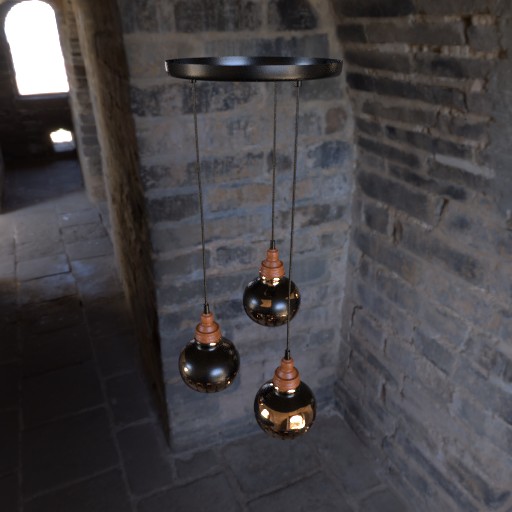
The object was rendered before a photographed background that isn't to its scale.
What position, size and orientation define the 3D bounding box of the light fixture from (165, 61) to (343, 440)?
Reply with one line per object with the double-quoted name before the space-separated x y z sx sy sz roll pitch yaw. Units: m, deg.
"light fixture" 0.000 0.000 1.741 0.608 1.410 0.605 8 28 15
